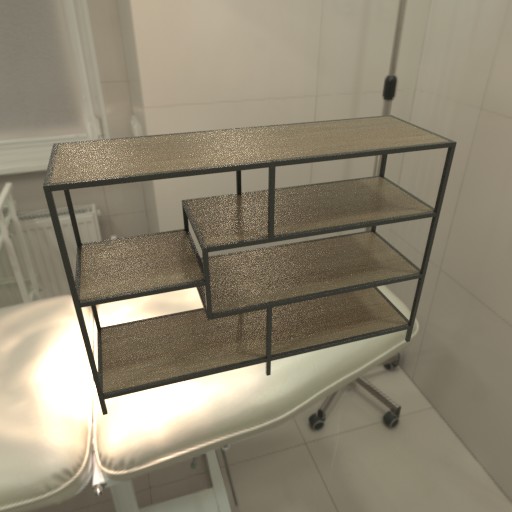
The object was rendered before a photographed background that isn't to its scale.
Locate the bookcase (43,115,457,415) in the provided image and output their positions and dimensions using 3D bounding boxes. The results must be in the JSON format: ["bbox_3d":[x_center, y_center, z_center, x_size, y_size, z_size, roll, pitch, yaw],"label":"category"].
[{"bbox_3d":[0.000,0.000,1.508,1.140,0.780,0.350,-9,32,-15],"label":"bookcase"}]
